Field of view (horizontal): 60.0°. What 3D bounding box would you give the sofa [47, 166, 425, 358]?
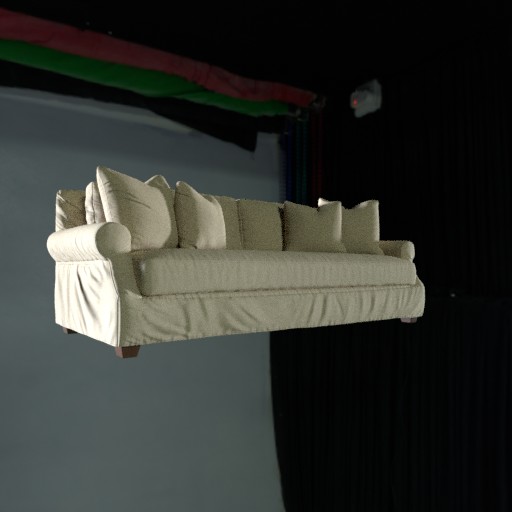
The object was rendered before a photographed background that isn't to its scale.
[{"bbox_3d":[0.000,0.000,2.828,2.285,0.904,1.067,1,-2,-37],"label":"sofa"}]
